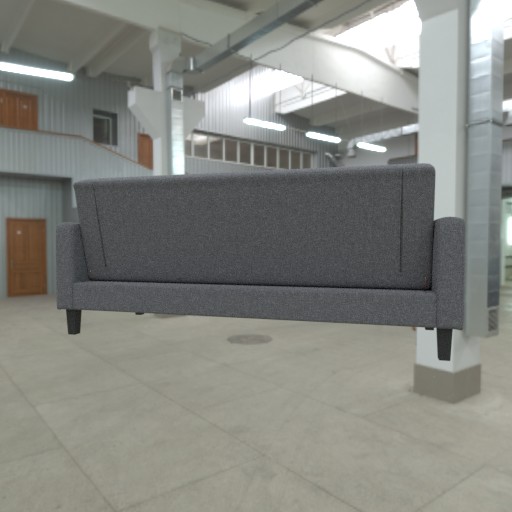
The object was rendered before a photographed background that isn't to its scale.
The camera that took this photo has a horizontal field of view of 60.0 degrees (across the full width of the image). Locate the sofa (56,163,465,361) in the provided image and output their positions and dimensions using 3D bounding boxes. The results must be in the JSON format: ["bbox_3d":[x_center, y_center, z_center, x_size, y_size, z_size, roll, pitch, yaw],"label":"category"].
[{"bbox_3d":[0.000,0.000,2.477,2.040,0.850,0.810,1,2,16],"label":"sofa"}]
